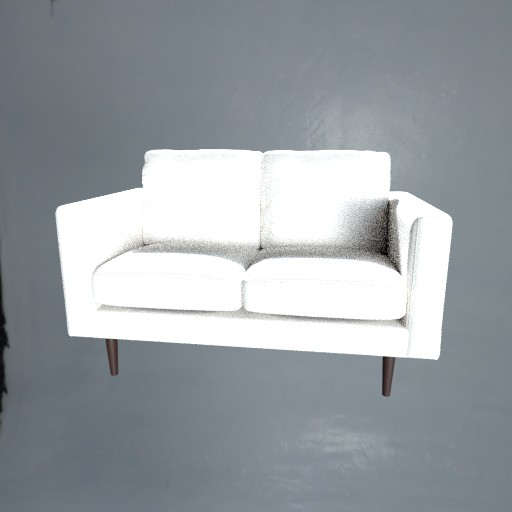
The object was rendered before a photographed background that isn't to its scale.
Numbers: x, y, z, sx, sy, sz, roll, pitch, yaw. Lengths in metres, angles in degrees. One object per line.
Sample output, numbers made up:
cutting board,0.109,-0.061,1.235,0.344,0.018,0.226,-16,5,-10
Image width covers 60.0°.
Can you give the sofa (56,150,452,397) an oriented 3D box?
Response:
sofa,0.000,0.000,1.957,1.430,0.908,0.796,2,14,8
